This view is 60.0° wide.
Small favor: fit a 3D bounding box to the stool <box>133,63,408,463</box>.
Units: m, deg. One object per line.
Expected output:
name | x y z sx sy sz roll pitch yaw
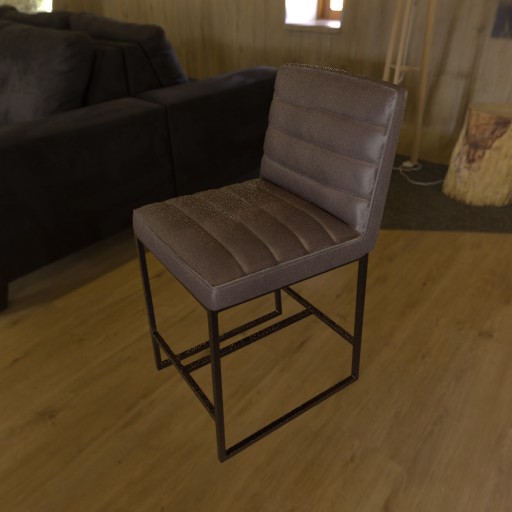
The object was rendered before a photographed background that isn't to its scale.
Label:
stool | 0.000 0.000 1.266 0.562 0.946 0.463 -20 37 -29
